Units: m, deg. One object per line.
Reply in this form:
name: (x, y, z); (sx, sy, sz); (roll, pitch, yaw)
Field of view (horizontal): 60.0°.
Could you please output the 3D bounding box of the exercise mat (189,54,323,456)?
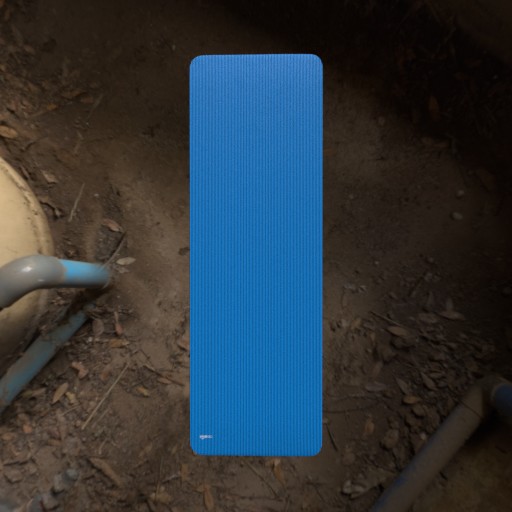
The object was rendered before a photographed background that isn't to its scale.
exercise mat: (0.000, 0.000, 2.063); (0.616, 0.021, 1.869); (0, 90, 0)
